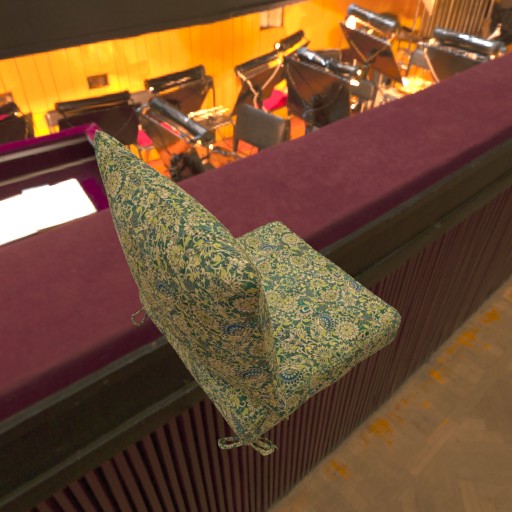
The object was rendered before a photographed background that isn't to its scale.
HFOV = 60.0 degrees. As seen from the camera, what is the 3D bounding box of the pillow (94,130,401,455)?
[{"bbox_3d":[0.000,0.000,1.375,0.740,0.722,0.798,-26,47,-27],"label":"pillow"}]
